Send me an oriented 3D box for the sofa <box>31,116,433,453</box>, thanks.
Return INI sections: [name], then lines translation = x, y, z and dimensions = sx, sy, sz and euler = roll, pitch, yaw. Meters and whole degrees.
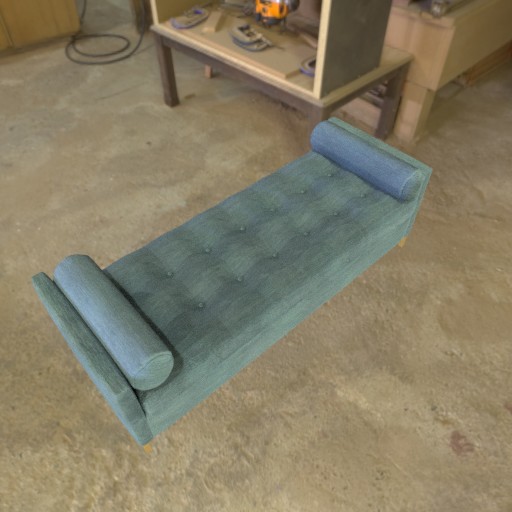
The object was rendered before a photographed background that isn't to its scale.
[sofa]
translation = 0.000, 0.000, 2.502
dimensions = 2.102, 0.705, 0.796
euler = -34, 56, -26
